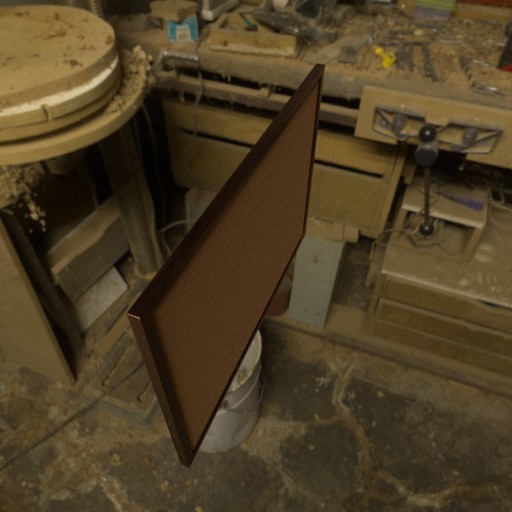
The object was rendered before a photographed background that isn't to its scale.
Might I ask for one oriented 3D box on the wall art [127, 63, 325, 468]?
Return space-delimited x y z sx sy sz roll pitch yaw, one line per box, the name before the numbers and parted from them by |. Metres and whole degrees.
wall art | 0.000 0.000 0.549 0.012 0.304 0.431 17 49 15
